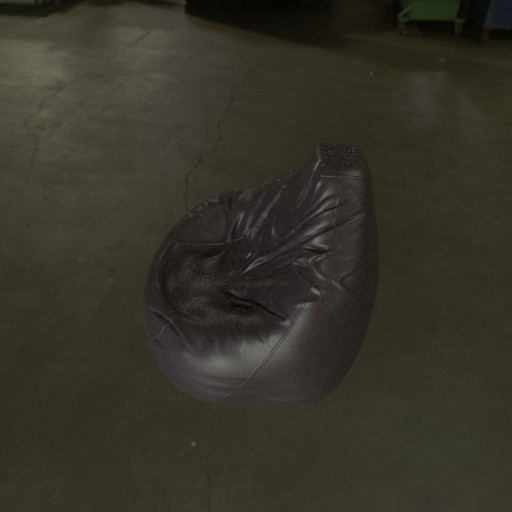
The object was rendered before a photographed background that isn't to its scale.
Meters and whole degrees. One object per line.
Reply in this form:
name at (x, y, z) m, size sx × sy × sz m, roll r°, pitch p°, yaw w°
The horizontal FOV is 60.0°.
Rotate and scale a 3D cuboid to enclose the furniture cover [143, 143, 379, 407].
furniture cover at (0.000, 0.000, 1.955) m, size 1.070 × 0.990 × 1.070 m, roll -1°, pitch 41°, yaw -1°
